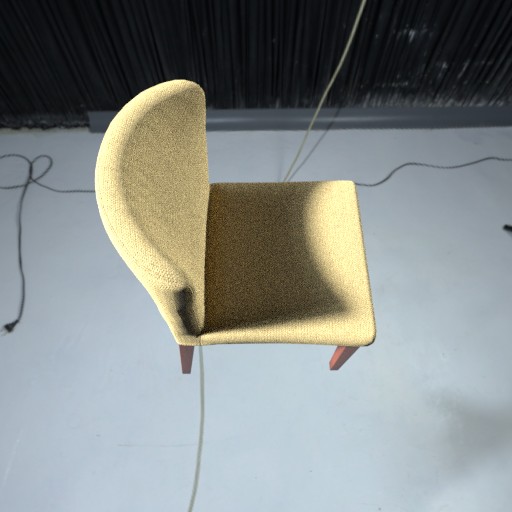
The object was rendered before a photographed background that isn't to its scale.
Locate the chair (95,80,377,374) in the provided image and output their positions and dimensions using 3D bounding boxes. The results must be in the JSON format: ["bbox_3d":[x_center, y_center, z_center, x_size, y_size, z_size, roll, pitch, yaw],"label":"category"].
[{"bbox_3d":[0.000,0.000,1.184,0.589,0.839,0.491,-1,63,0],"label":"chair"}]
